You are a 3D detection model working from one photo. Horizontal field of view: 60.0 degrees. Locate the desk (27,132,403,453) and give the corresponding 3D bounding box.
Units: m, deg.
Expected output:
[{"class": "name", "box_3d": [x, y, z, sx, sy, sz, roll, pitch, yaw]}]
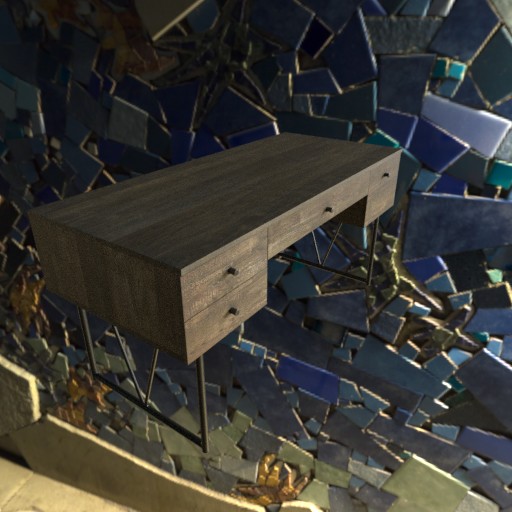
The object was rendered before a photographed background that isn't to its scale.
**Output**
[{"class": "desk", "box_3d": [0.000, 0.000, 2.040, 0.730, 0.780, 1.600, 18, 32, 32]}]
